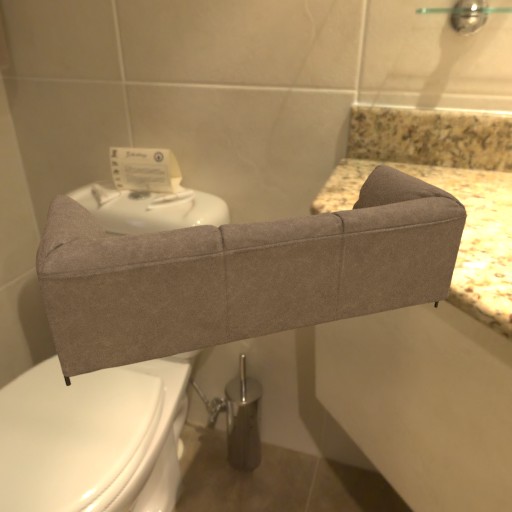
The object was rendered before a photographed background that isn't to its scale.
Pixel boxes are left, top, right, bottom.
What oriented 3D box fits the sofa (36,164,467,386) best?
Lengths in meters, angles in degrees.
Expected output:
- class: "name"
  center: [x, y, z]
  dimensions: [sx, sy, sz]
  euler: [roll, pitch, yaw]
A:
- class: "sofa"
  center: [0.000, 0.000, 2.634]
  dimensions: [2.238, 0.758, 0.899]
  euler: [-9, 28, -17]
